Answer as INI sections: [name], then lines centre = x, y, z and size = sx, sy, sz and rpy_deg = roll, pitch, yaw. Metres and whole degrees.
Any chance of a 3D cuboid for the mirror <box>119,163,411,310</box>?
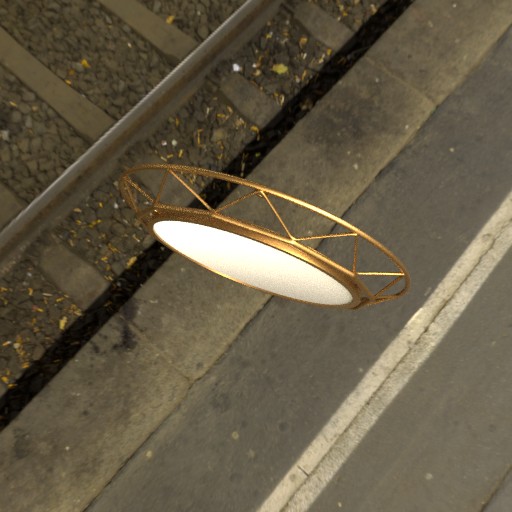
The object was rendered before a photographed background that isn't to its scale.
[mirror]
centre = 0.000, 0.000, 0.680
size = 0.454, 0.454, 0.043
rpy_deg = 19, 77, 5
